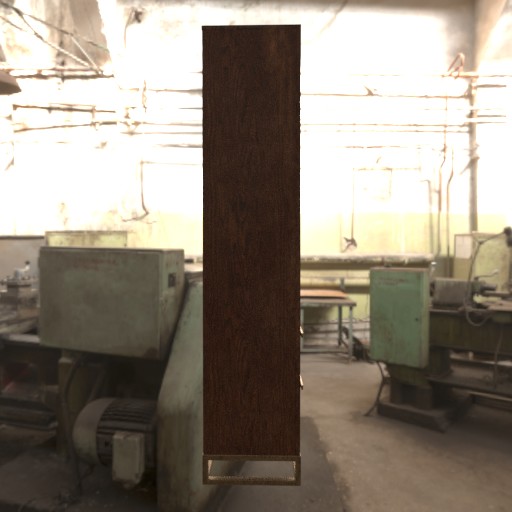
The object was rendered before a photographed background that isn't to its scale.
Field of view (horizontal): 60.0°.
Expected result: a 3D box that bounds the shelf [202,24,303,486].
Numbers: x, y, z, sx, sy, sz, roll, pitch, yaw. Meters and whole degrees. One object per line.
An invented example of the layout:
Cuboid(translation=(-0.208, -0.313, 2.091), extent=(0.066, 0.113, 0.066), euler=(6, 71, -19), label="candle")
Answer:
Cuboid(translation=(0.000, 0.000, 1.934), extent=(0.395, 1.732, 0.539), euler=(0, 1, 1), label="shelf")
